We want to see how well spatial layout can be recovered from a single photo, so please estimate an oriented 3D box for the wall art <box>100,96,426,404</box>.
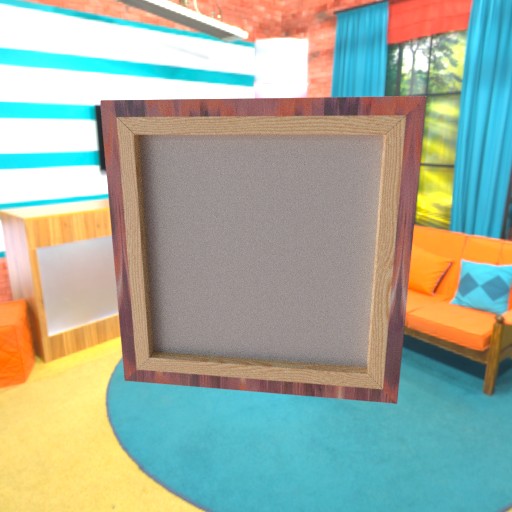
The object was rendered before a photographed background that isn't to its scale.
[{"bbox_3d":[0.000,0.000,0.908,0.603,0.609,0.037,2,15,8],"label":"wall art"}]
